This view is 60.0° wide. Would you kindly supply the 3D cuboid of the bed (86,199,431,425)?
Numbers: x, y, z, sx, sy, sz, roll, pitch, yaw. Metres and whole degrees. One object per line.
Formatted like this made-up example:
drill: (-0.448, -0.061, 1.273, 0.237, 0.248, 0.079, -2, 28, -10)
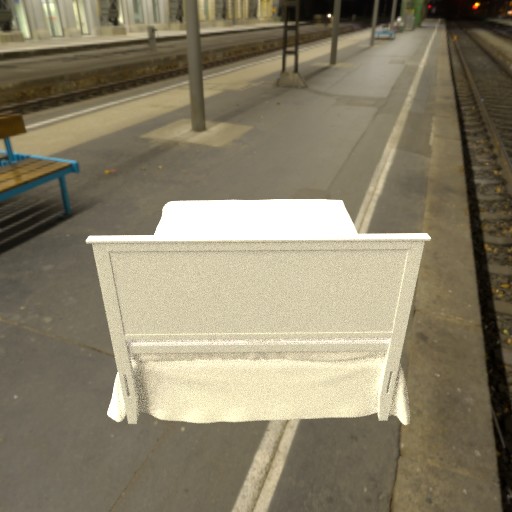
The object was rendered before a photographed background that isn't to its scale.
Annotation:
bed: (0.000, 0.000, 3.279, 1.876, 1.269, 2.047, 0, 29, -1)
